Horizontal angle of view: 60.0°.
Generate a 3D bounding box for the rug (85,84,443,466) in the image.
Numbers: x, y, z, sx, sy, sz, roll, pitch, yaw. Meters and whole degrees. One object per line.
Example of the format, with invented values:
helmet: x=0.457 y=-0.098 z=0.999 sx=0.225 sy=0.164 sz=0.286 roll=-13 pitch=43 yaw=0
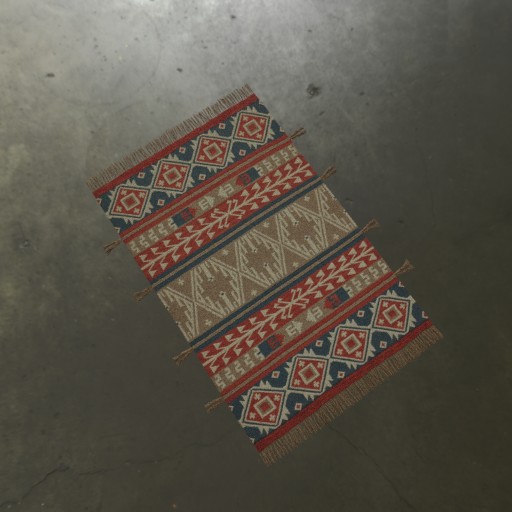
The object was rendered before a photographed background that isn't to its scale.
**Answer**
rug: x=0.000 y=0.000 z=3.210 sx=1.778 sy=0.048 sz=2.450 roll=-34 pitch=79 yaw=-8
